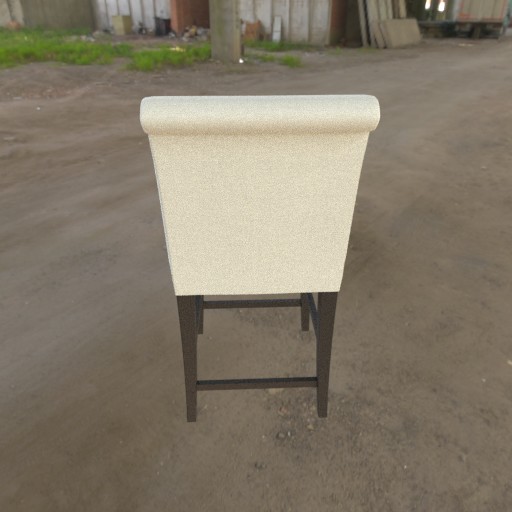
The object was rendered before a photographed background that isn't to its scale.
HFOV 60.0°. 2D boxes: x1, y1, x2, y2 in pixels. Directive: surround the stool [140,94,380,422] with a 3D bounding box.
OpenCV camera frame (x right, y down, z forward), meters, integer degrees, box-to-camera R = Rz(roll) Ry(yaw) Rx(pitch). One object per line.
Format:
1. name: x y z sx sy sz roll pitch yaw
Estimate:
1. stool: 0.000 0.000 1.291 0.452 0.976 0.597 -1 30 -2
